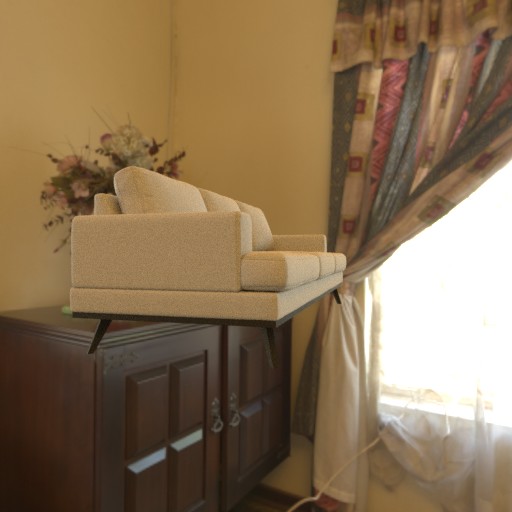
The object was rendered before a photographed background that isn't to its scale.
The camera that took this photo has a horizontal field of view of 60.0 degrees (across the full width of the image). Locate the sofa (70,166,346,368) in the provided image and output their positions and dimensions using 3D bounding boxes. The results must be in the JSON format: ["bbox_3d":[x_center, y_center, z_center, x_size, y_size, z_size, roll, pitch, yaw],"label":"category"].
[{"bbox_3d":[0.000,0.000,2.791,0.920,0.810,2.310,0,0,17],"label":"sofa"}]
